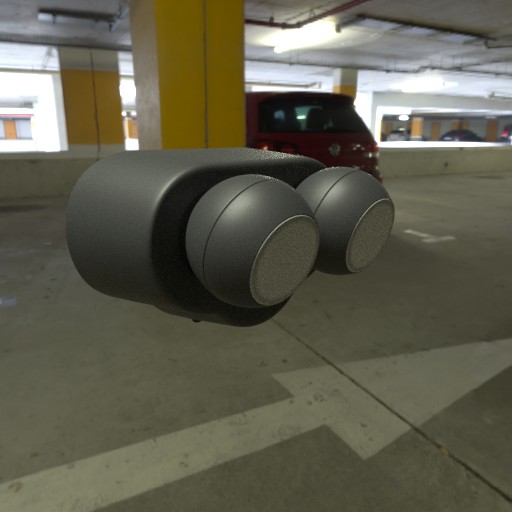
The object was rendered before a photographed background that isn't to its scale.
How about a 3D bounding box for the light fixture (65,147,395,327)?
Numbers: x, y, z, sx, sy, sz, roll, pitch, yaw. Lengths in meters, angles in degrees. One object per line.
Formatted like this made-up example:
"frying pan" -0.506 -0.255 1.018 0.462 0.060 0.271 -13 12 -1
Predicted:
"light fixture" 0.000 0.000 0.346 0.159 0.159 0.229 15 21 43
